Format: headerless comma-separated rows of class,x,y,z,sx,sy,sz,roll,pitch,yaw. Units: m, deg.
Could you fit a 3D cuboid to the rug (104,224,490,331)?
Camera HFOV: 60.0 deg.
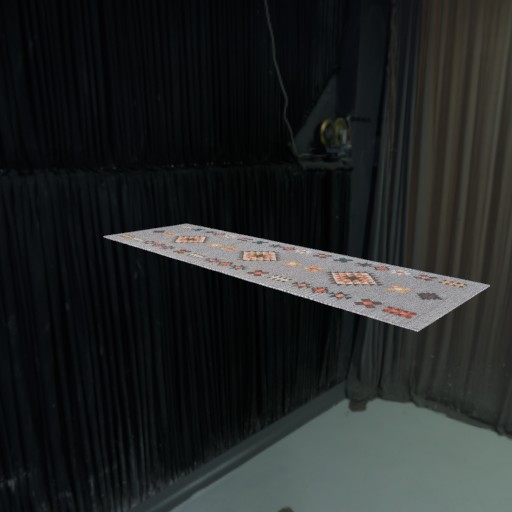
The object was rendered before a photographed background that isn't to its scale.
rug,0.000,0.000,2.712,2.432,0.008,0.766,14,19,43
